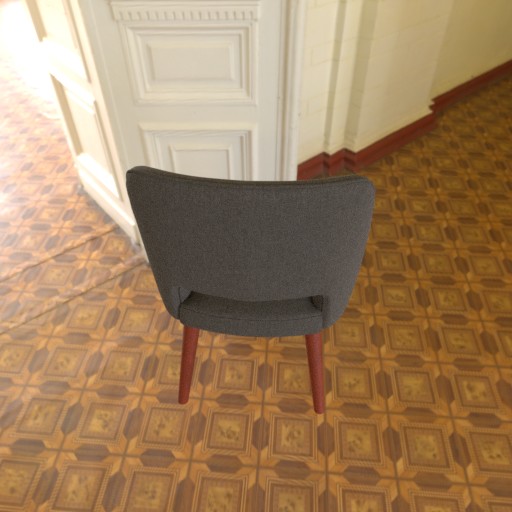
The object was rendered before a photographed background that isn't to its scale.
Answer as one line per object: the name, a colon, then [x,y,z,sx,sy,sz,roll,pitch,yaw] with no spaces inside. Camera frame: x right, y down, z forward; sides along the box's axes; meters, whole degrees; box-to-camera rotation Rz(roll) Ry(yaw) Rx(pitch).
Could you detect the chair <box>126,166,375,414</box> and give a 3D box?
chair: [0.000,0.000,1.213,0.559,0.838,0.560,3,44,3]
